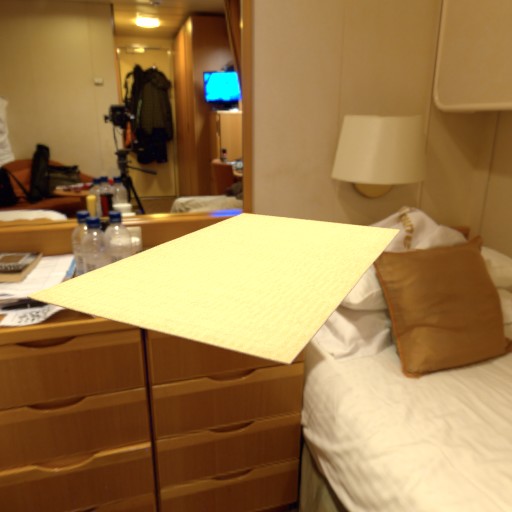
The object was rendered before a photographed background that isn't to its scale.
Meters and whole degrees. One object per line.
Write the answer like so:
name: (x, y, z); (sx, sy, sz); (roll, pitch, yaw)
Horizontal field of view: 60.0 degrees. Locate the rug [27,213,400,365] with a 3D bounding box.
rug: (0.000, 0.000, 3.074); (1.531, 0.014, 2.441); (9, 19, 26)
